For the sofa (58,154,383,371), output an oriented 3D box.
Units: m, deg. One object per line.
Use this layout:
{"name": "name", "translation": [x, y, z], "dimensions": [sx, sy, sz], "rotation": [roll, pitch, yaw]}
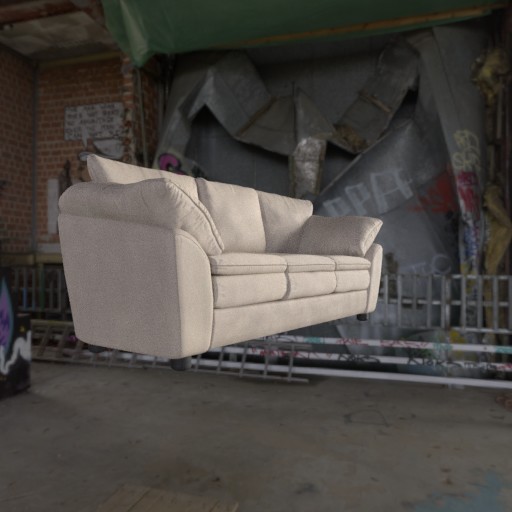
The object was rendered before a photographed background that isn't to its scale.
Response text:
{"name": "sofa", "translation": [0.000, 0.000, 2.881], "dimensions": [0.878, 0.996, 2.334], "rotation": [0, -1, 37]}
